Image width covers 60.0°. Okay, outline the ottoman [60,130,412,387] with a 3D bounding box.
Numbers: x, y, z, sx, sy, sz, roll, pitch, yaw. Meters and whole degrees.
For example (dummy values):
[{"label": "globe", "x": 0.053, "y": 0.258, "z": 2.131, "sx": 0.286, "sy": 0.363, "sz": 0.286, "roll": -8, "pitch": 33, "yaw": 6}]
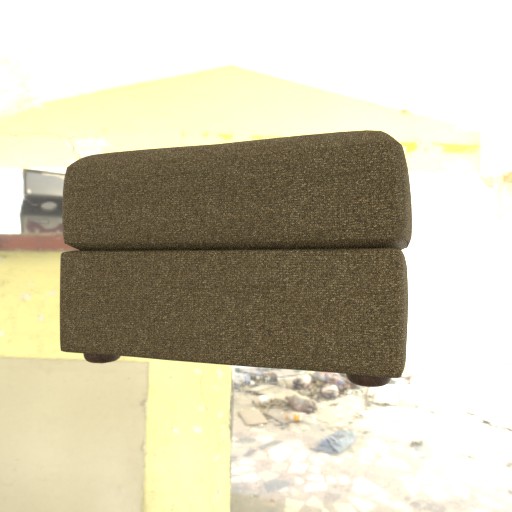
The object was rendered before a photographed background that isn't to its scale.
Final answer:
[{"label": "ottoman", "x": 0.000, "y": 0.000, "z": 1.117, "sx": 0.742, "sy": 0.476, "sz": 0.598, "roll": 0, "pitch": -1, "yaw": 18}]
